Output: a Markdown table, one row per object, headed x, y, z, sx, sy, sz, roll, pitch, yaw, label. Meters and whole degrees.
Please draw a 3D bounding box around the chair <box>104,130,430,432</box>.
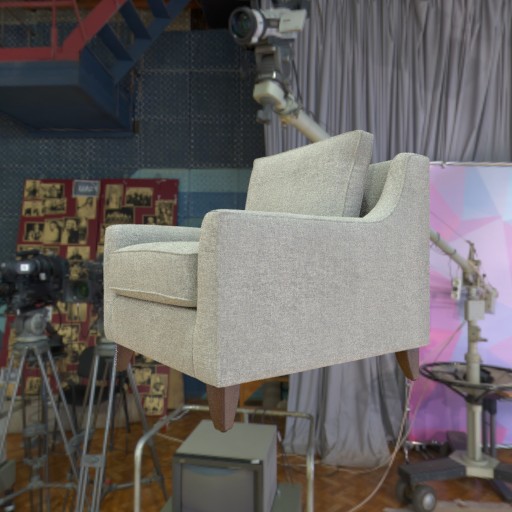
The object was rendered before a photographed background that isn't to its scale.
| x | y | z | sx | sy | sz | roll | pitch | yaw | label |
| --- | --- | --- | --- | --- | --- | --- | --- | --- | --- |
| 0.000 | 0.000 | 1.596 | 0.918 | 0.864 | 0.838 | 0 | 0 | -37 | chair |
